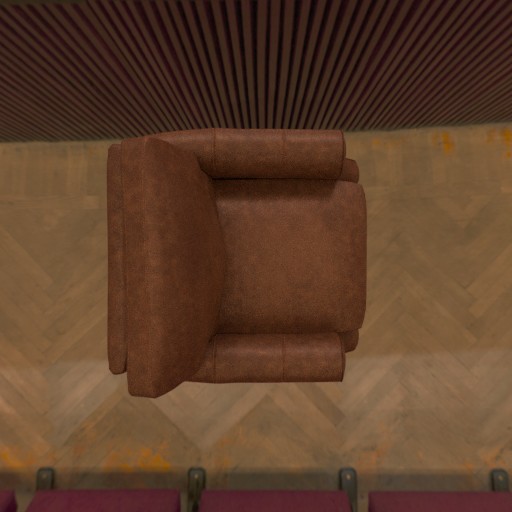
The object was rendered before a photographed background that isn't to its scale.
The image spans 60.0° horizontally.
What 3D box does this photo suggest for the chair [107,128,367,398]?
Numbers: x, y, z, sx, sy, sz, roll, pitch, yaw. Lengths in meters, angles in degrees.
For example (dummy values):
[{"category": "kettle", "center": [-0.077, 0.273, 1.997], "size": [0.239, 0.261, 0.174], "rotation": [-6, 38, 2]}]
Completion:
[{"category": "chair", "center": [0.000, 0.000, 1.814], "size": [1.002, 0.976, 0.996], "rotation": [0, 91, 1]}]
